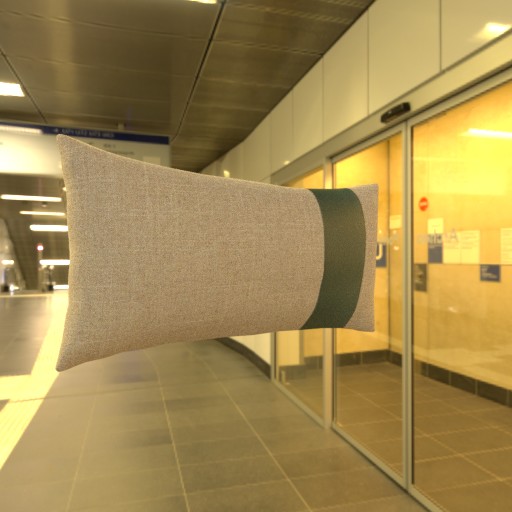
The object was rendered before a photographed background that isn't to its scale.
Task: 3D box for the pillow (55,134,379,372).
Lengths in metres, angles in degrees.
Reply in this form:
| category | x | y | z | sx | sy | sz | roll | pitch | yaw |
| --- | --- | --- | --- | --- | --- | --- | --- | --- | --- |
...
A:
| category | x | y | z | sx | sy | sz | roll | pitch | yaw |
| --- | --- | --- | --- | --- | --- | --- | --- | --- | --- |
| pillow | 0.000 | 0.000 | 1.026 | 0.859 | 0.429 | 0.197 | 0 | -1 | -35 |
